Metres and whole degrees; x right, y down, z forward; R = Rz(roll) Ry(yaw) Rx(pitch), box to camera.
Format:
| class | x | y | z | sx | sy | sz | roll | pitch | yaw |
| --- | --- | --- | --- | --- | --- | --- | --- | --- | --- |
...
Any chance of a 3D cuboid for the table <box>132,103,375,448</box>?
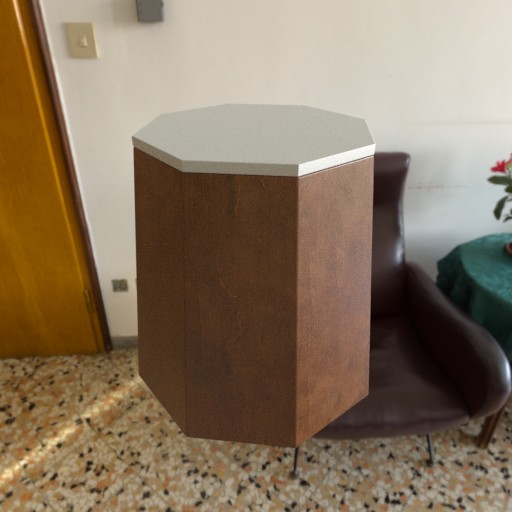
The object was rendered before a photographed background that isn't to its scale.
| class | x | y | z | sx | sy | sz | roll | pitch | yaw |
| --- | --- | --- | --- | --- | --- | --- | --- | --- | --- |
| table | 0.000 | 0.000 | 0.794 | 0.439 | 0.457 | 0.439 | -23 | 37 | -34 |
